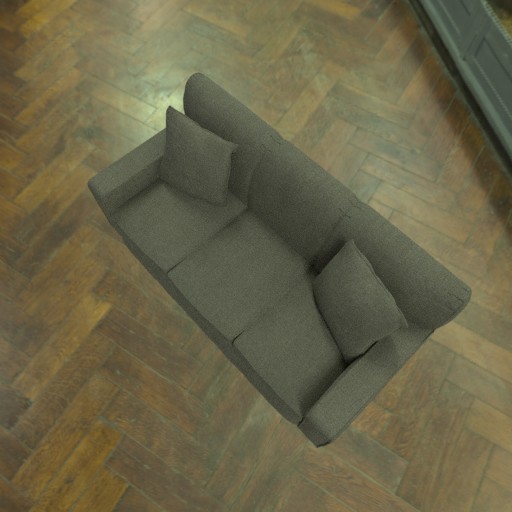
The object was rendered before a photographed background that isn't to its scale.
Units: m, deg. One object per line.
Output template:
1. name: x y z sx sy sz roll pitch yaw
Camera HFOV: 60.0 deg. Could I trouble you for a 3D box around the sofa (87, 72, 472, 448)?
1. sofa: 0.000 0.000 2.631 0.997 0.958 2.024 -40 71 -17
